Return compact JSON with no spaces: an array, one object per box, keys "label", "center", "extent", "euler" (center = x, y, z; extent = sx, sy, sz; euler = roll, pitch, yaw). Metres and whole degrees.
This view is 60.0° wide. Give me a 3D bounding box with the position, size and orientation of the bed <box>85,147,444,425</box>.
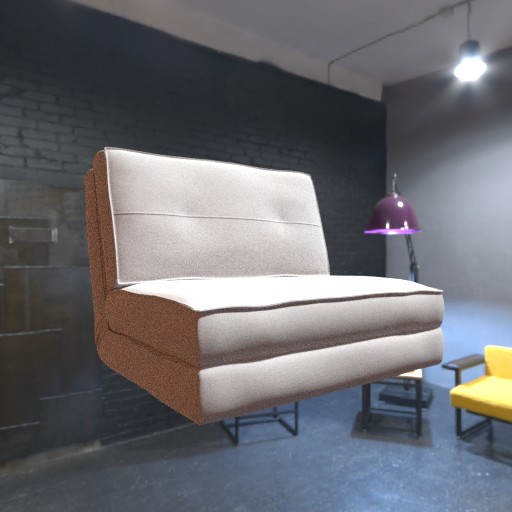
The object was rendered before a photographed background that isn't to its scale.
[{"label":"bed","center":[0.000,0.000,1.293],"extent":[0.799,0.614,0.749],"euler":[0,0,-36]}]
